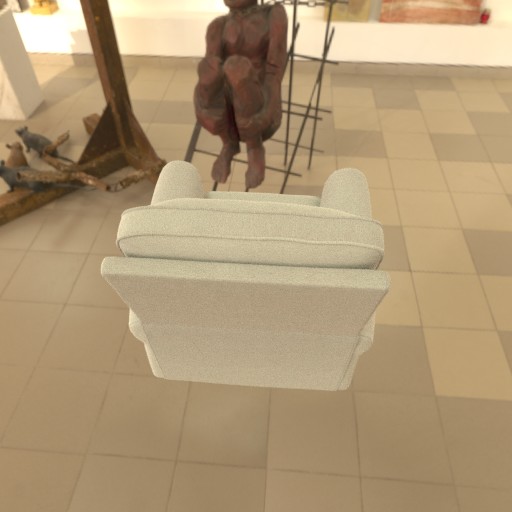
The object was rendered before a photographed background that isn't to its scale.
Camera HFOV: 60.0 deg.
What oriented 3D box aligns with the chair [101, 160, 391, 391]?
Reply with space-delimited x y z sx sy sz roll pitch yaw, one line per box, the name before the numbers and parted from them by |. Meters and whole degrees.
chair | 0.000 0.000 1.647 0.890 0.960 0.878 3 47 3
